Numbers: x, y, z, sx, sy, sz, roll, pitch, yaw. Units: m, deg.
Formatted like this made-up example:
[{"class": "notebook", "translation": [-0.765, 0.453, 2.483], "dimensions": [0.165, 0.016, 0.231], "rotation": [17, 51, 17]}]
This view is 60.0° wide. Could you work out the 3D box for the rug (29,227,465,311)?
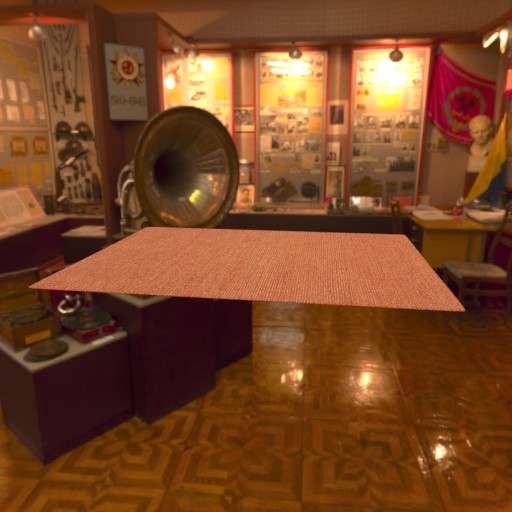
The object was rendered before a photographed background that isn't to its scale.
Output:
[{"class": "rug", "translation": [0.000, 0.000, 2.850], "dimensions": [2.112, 0.009, 1.594], "rotation": [2, 15, 8]}]
